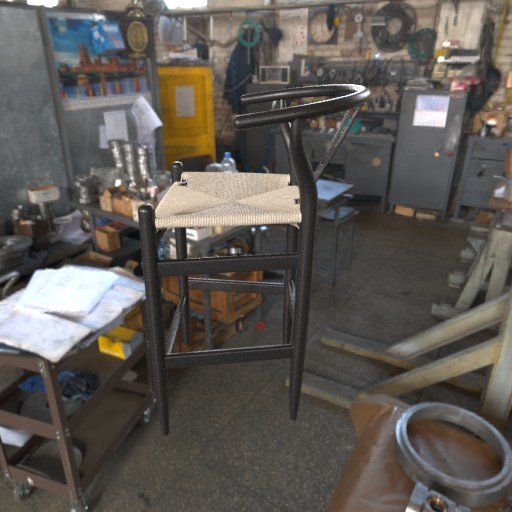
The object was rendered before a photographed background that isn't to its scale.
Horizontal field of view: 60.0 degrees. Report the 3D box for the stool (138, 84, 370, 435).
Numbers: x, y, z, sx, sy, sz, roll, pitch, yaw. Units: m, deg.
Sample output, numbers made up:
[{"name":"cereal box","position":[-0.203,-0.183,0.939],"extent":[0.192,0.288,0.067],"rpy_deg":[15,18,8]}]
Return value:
[{"name":"stool","position":[0.000,0.000,1.352],"extent":[0.579,0.970,0.569],"rpy_deg":[0,24,0]}]
